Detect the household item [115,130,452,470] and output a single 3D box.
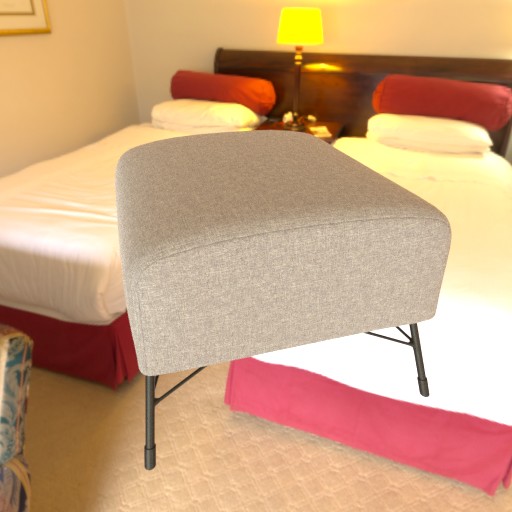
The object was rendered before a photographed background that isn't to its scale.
[{"bbox_3d":[0.000,0.000,0.889,0.530,0.410,0.530,-9,30,-15],"label":"household item"}]
